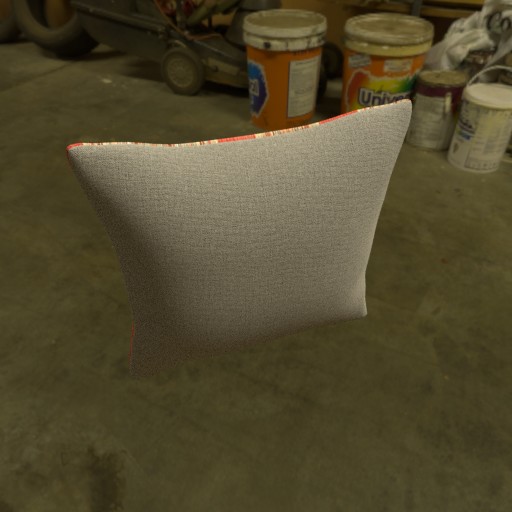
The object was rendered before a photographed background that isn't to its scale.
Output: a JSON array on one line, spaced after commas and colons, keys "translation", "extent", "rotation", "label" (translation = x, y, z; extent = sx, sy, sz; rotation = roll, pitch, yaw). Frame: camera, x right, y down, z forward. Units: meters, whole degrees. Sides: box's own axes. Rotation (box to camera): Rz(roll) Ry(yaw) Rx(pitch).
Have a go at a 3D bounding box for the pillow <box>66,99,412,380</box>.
[{"translation": [0.000, 0.000, 0.656], "extent": [0.437, 0.419, 0.136], "rotation": [-12, 42, -14], "label": "pillow"}]
